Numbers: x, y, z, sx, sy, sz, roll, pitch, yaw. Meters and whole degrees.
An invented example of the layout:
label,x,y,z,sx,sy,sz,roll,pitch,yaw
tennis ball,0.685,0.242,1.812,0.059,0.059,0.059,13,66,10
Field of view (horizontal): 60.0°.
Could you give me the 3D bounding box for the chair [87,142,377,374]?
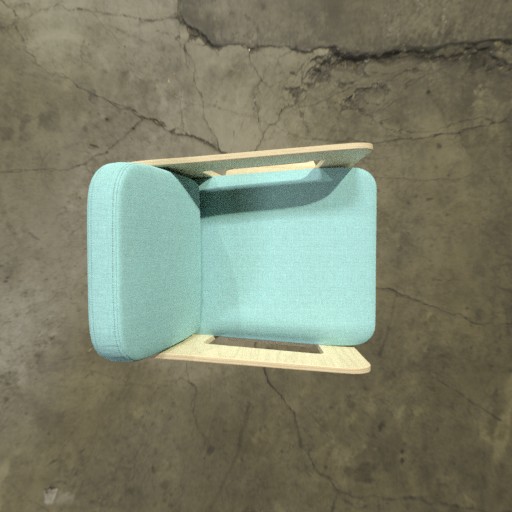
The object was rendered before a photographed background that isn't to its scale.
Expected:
label,x,y,z,sx,sy,sz,roll,pitch,yaw
chair,0.000,0.000,1.286,0.710,0.800,0.590,0,92,-2
